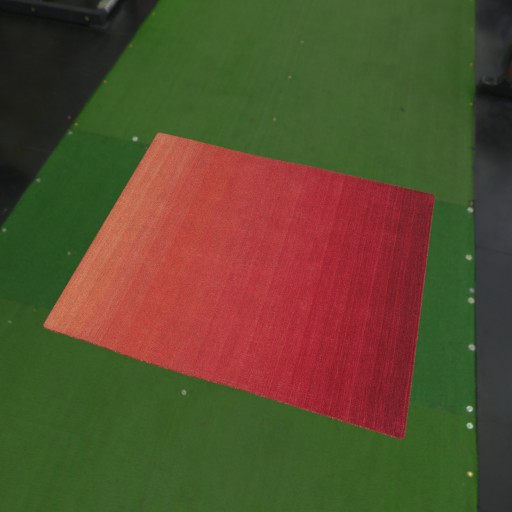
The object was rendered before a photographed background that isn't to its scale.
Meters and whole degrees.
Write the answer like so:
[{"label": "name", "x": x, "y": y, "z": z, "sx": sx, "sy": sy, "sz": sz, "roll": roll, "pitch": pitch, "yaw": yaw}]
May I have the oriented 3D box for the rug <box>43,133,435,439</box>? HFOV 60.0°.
[{"label": "rug", "x": 0.000, "y": 0.000, "z": 3.927, "sx": 2.905, "sy": 0.028, "sz": 2.340, "roll": 15, "pitch": 60, "yaw": 9}]
